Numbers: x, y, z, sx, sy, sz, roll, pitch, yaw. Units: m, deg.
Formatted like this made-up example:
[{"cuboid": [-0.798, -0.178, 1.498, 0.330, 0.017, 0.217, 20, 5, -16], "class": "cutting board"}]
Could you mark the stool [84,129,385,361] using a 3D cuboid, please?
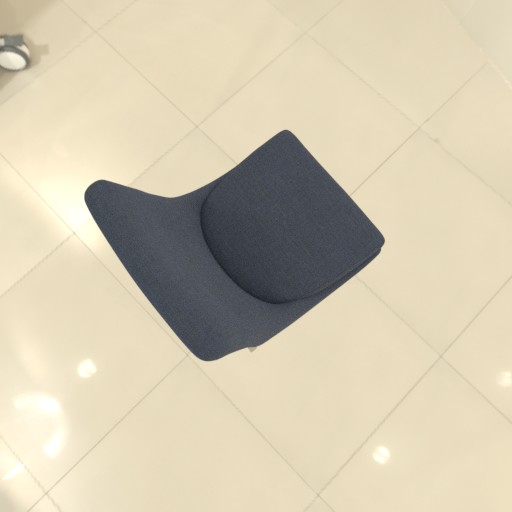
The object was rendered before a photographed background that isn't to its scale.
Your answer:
[{"cuboid": [0.000, 0.000, 1.367, 0.577, 1.078, 0.470, -37, 79, -8], "class": "stool"}]
